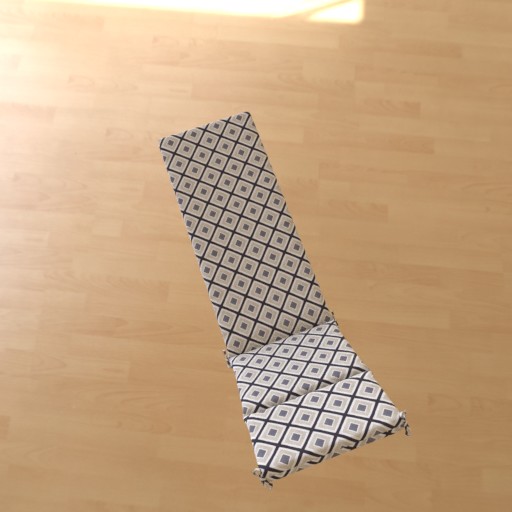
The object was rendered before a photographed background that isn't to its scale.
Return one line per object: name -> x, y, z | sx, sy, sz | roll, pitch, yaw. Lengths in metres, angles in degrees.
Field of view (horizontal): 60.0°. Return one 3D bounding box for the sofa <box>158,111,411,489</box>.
sofa -> 0.000, 0.000, 1.935 | 0.582, 0.622, 1.663 | -19, 77, -5
